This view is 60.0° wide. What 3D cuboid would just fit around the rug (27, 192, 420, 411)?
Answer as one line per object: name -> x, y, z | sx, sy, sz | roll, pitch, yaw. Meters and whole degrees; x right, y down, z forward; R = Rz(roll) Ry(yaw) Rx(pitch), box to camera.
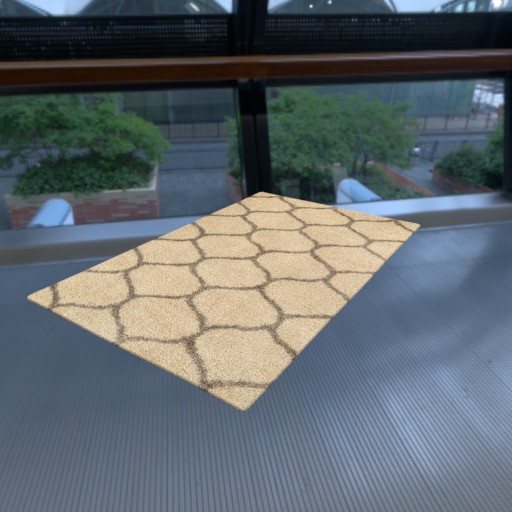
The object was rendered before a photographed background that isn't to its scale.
rug -> 0.000, 0.000, 2.954 | 1.501, 0.024, 2.348 | 16, 30, 31
